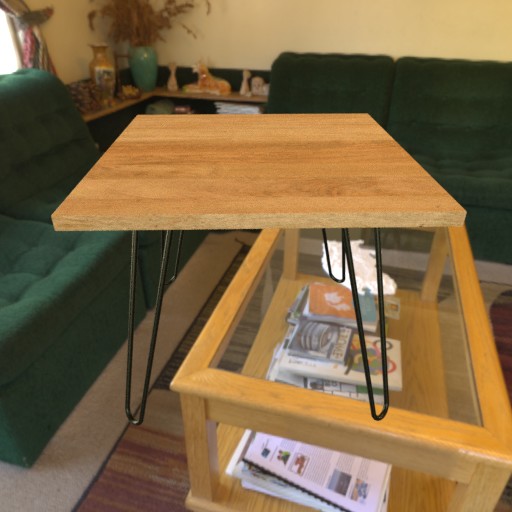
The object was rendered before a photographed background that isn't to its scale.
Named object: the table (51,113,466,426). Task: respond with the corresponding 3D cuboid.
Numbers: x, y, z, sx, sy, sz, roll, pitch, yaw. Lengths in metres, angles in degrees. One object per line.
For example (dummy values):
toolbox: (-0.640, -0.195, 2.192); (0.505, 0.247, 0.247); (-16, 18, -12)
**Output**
table: (0.000, 0.000, 1.021); (0.599, 0.500, 0.599); (-1, 31, -1)
